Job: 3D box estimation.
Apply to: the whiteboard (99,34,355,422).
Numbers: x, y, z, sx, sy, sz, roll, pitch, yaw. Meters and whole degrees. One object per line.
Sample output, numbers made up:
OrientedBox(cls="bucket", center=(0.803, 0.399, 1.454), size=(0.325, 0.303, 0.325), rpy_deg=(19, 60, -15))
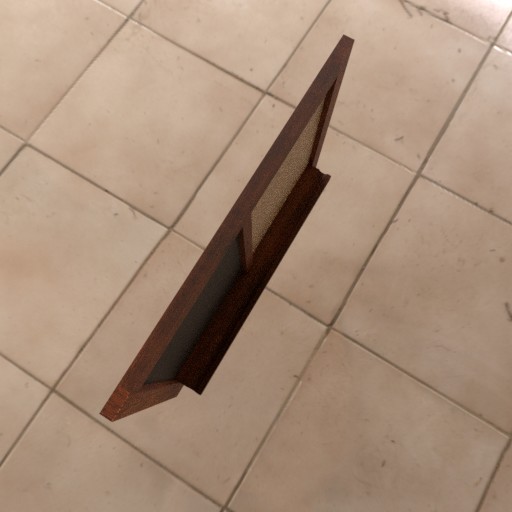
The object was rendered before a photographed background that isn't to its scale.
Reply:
OrientedBox(cls="whiteboard", center=(0.000, 0.000, 0.999), size=(0.083, 0.553, 0.768), rpy_deg=(30, 78, 7))
